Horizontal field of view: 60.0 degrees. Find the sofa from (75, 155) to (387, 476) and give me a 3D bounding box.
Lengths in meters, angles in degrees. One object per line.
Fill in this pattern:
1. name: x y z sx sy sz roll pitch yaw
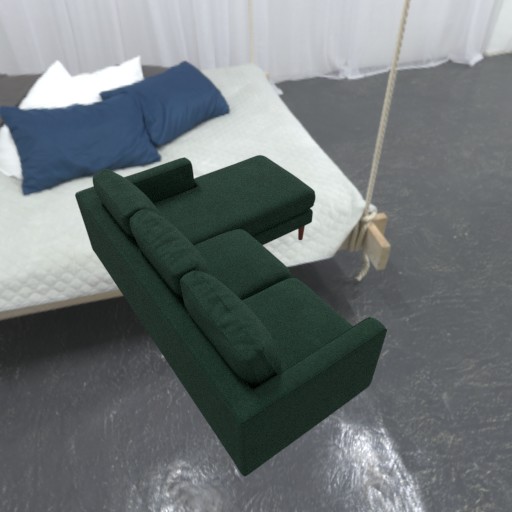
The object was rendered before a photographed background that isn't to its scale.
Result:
1. sofa: 0.000 0.000 2.868 1.580 0.899 2.030 -25 48 -26
